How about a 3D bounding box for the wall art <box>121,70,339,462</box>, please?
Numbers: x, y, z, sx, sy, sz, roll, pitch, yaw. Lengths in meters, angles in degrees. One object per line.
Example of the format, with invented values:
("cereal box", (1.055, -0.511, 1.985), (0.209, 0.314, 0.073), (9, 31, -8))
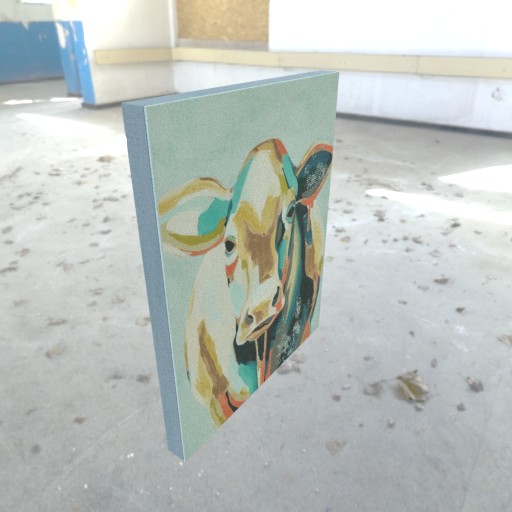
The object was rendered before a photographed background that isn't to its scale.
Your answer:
("wall art", (0.000, 0.000, 0.697), (0.037, 0.509, 0.409), (19, 33, 31))
